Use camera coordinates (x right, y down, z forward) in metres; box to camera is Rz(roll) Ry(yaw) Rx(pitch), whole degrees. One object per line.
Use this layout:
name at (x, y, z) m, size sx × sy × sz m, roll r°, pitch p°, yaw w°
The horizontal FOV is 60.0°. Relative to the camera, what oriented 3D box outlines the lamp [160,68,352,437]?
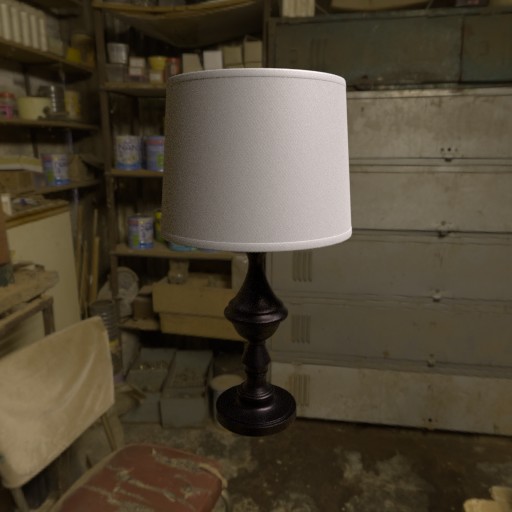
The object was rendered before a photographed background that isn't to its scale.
lamp at (0.000, 0.000, 0.919) m, size 0.383 × 0.726 × 0.383 m, roll 0°, pitch 14°, yaw 0°
